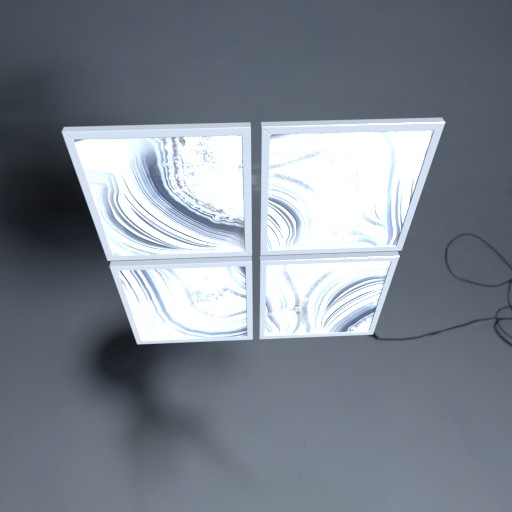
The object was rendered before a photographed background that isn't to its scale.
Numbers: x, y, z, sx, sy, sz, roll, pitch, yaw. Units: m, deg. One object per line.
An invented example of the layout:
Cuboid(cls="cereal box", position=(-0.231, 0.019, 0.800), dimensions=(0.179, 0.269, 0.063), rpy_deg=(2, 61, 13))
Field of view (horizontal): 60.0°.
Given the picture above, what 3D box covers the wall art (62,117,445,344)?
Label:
Cuboid(cls="wall art", position=(0.000, 0.000, 1.706), dimensions=(1.118, 1.118, 0.029), rpy_deg=(-2, 46, -2))
